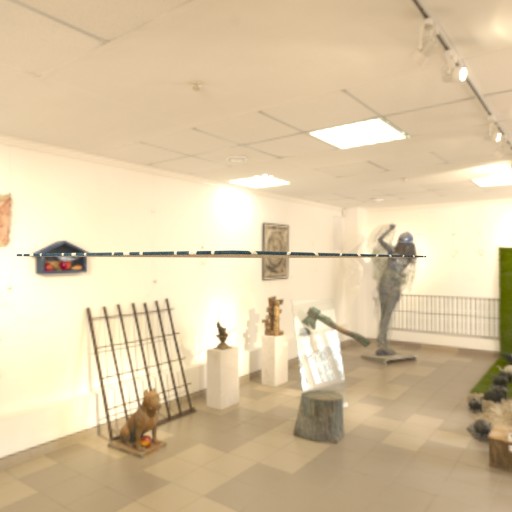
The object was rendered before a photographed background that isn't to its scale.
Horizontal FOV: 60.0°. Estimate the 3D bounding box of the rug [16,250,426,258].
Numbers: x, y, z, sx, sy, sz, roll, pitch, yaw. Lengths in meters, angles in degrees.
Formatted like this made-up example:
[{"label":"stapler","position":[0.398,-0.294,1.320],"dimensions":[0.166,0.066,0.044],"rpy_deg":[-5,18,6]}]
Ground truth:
[{"label":"rug","position":[0.000,0.000,2.172],"dimensions":[1.143,0.010,1.753],"rpy_deg":[0,-1,36]}]
